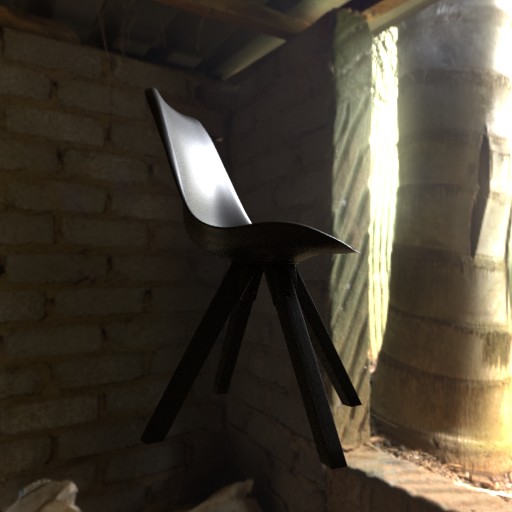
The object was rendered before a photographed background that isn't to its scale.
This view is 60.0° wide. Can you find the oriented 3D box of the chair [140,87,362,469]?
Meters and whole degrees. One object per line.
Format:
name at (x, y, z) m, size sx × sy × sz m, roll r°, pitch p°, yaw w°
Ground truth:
chair at (0.000, 0.000, 1.151) m, size 0.530 × 0.850 × 0.485 m, roll -1°, pitch -2°, yaw 17°
